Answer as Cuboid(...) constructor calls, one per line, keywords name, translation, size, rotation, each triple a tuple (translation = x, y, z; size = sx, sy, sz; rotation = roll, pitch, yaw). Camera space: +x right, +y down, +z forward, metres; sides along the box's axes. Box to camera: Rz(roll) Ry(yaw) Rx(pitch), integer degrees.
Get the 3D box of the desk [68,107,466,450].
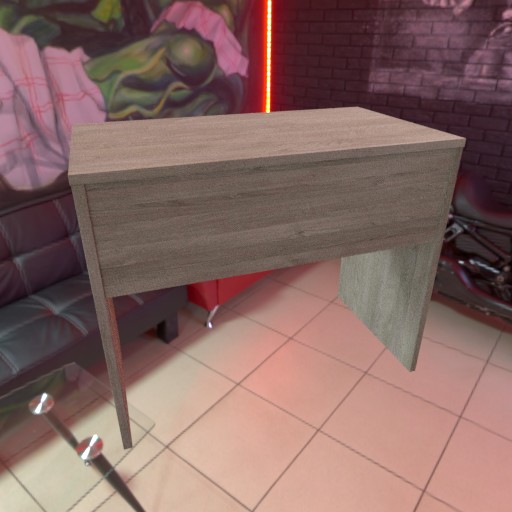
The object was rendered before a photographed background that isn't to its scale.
Cuboid(name="desk", translation=(0.000, 0.000, 1.305), size=(0.893, 0.724, 0.498), rotation=(-9, 29, -17))
